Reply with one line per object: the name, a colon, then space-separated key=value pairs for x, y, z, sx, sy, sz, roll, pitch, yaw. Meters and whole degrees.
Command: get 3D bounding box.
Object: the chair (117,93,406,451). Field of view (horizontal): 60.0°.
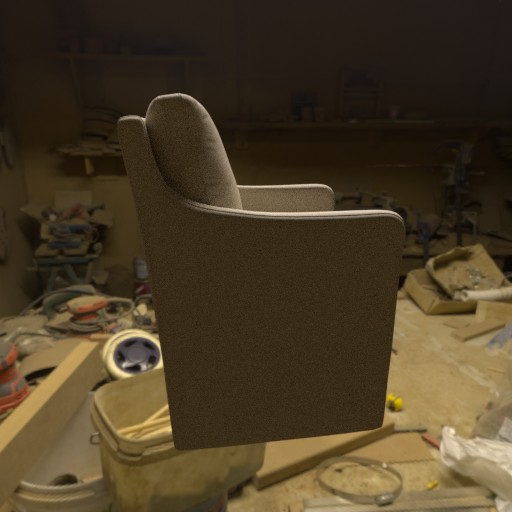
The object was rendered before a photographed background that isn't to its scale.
chair: x=0.000 y=0.000 z=1.368 sx=0.694 sy=0.914 sz=0.626 roll=-3 pitch=16 yaw=-9
